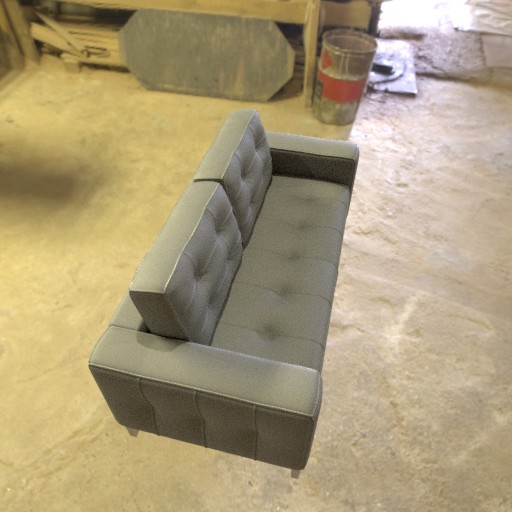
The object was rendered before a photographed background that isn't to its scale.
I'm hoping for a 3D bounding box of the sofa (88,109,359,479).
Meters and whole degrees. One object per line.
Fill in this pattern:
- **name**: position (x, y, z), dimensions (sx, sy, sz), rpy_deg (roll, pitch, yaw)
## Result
- **sofa**: position (0.000, 0.000, 2.186), dimensions (0.833, 0.893, 1.726), rpy_deg (10, 47, 10)
